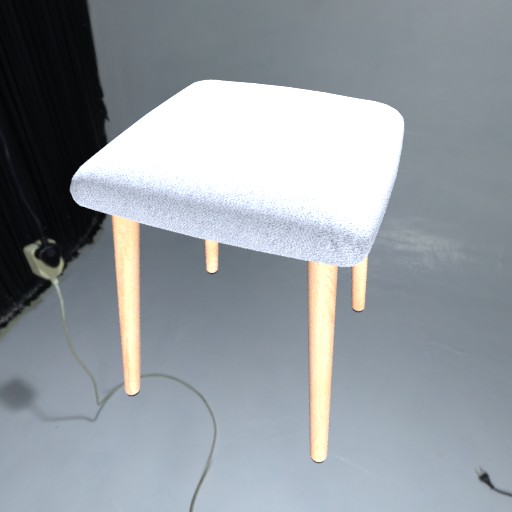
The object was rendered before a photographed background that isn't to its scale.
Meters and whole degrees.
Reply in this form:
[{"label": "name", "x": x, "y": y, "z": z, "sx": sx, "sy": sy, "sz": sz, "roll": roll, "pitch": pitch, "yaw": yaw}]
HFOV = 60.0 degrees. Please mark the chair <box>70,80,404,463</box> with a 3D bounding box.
[{"label": "chair", "x": 0.000, "y": 0.000, "z": 0.677, "sx": 0.350, "sy": 0.440, "sz": 0.350, "roll": 14, "pitch": 42, "yaw": 15}]
